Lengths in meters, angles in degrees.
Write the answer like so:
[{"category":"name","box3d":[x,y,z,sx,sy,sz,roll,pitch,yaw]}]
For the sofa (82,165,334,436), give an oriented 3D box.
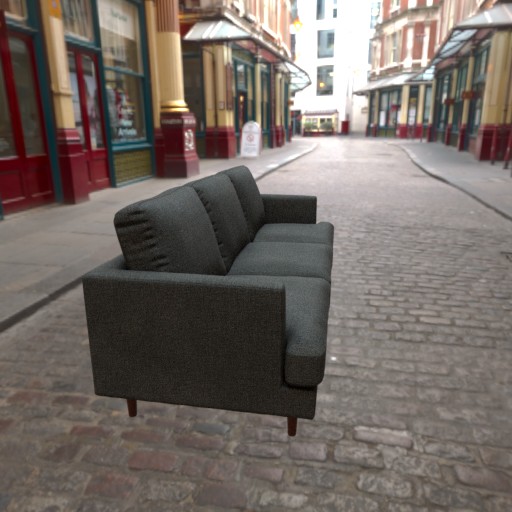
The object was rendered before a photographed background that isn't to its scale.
[{"category":"sofa","box3d":[0.000,0.000,2.650,0.903,0.930,2.246,3,16,10]}]
